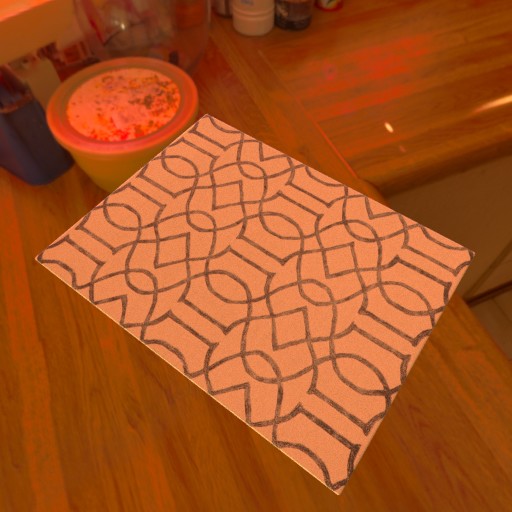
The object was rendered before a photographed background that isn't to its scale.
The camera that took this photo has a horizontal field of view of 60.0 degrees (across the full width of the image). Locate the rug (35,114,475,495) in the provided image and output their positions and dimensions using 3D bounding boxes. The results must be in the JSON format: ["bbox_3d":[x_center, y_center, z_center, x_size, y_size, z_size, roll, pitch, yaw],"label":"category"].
[{"bbox_3d":[0.000,0.000,3.669,2.910,0.021,2.211,32,63,19],"label":"rug"}]
